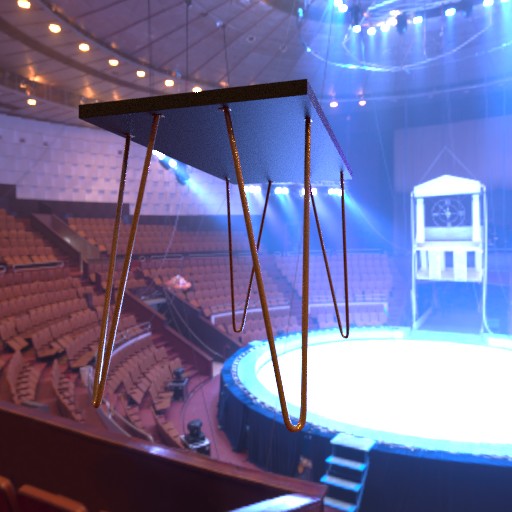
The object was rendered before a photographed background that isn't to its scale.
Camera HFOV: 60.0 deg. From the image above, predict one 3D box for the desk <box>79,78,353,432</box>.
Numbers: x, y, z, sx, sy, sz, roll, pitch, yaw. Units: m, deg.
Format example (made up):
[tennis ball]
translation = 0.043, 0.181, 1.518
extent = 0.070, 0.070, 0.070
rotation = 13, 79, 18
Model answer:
[desk]
translation = 0.000, 0.000, 1.361
extent = 0.499, 0.660, 0.991
rotation = 0, 1, 17
